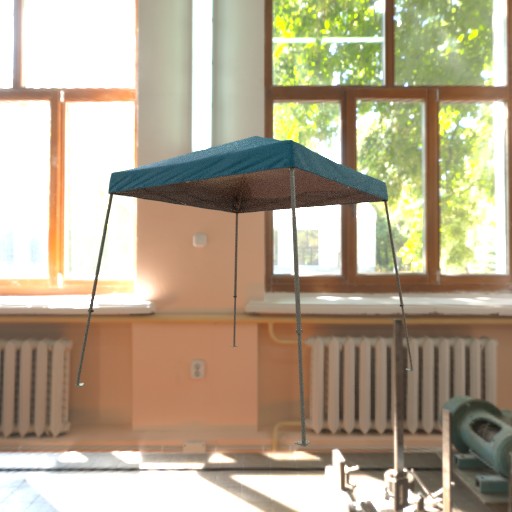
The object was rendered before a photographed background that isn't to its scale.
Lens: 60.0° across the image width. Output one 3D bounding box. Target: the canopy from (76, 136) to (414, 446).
[{"bbox_3d":[0.000,0.000,5.237,2.849,2.849,2.848,-1,-1,35],"label":"canopy"}]
